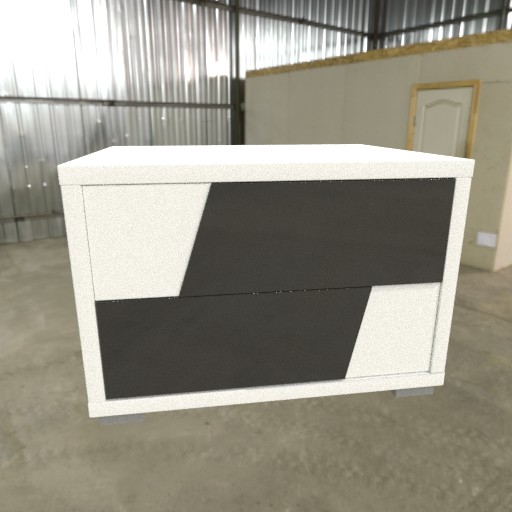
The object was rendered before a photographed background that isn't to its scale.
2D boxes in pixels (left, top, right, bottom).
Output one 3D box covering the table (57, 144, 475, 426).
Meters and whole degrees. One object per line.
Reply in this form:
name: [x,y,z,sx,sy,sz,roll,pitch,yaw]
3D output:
table: [0.000,0.000,0.779,0.517,0.357,0.399,-3,17,-8]
